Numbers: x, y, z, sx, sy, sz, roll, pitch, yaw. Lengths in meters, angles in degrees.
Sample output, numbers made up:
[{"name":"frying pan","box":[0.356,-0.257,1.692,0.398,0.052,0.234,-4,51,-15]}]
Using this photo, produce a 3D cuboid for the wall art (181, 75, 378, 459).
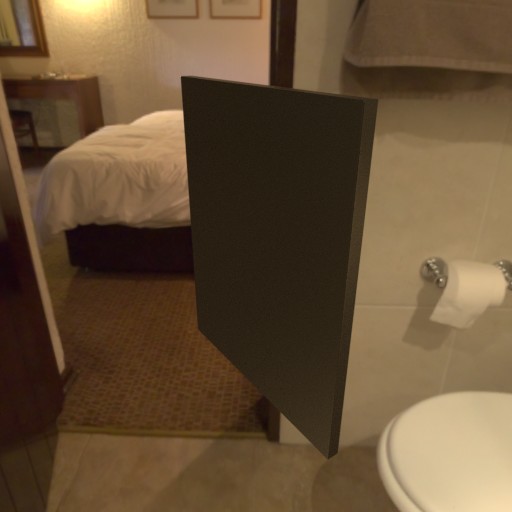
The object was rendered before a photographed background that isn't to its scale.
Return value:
[{"name":"wall art","box":[0.000,0.000,1.650,0.053,1.194,0.950,-17,31,-31]}]
